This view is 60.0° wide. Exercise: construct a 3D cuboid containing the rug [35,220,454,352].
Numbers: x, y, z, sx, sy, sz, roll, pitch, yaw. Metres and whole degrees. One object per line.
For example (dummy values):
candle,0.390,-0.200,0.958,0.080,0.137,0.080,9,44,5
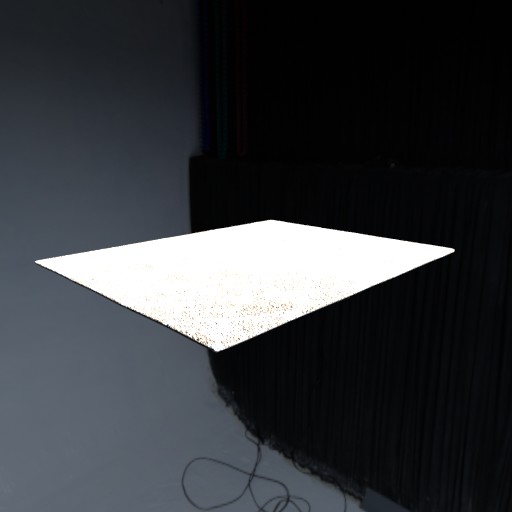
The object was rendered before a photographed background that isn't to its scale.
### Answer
rug,0.000,0.000,4.083,2.438,0.029,3.047,14,19,43
